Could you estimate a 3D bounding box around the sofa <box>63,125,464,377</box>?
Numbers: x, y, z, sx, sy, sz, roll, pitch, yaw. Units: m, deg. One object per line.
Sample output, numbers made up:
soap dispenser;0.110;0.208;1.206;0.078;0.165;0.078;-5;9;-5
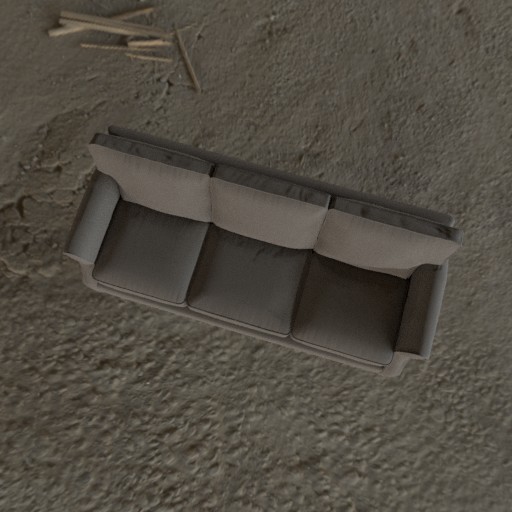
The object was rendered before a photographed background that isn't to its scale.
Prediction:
sofa;0.000;0.000;2.881;2.353;0.948;0.966;16;76;4
